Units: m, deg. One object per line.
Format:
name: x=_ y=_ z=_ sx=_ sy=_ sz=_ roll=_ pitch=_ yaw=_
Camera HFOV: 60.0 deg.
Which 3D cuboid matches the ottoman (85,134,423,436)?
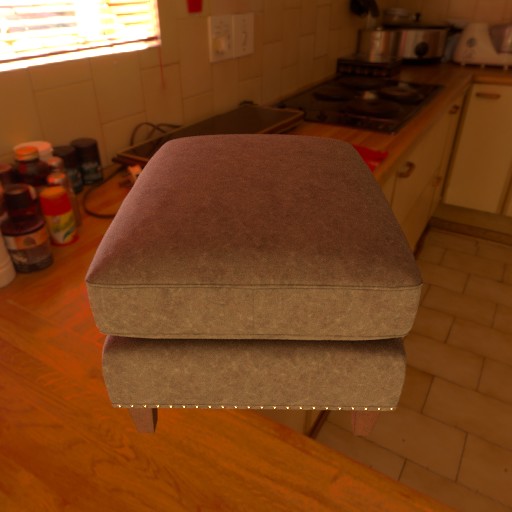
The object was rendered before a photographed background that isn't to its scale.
ottoman: x=0.000 y=0.000 z=1.128 sx=0.584 sy=0.513 sz=0.741 roll=0 pitch=32 yaw=1
